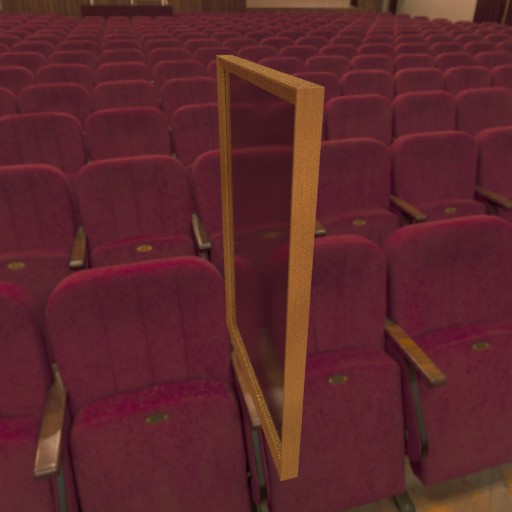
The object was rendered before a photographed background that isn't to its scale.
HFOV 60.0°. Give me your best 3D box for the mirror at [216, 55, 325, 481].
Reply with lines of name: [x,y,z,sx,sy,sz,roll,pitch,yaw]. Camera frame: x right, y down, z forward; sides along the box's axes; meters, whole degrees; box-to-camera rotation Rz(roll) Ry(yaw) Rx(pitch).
mirror: [0.000,0.000,0.899,0.039,0.710,0.507,-7,29,-13]
